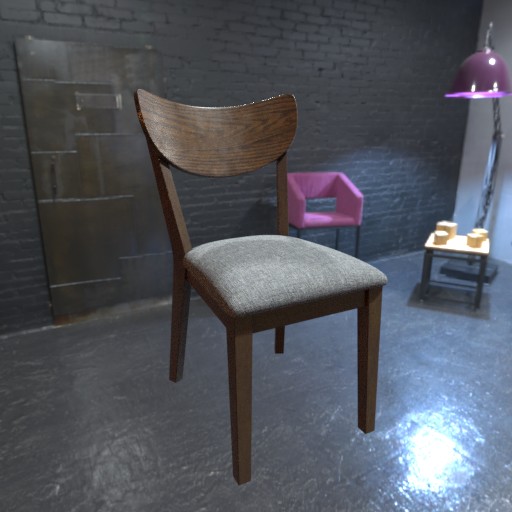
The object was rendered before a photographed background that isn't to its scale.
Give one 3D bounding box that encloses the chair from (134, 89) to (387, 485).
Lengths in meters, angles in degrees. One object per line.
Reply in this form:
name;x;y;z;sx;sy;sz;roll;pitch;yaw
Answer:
chair;0.000;0.000;1.187;0.491;0.849;0.583;-9;19;-26
